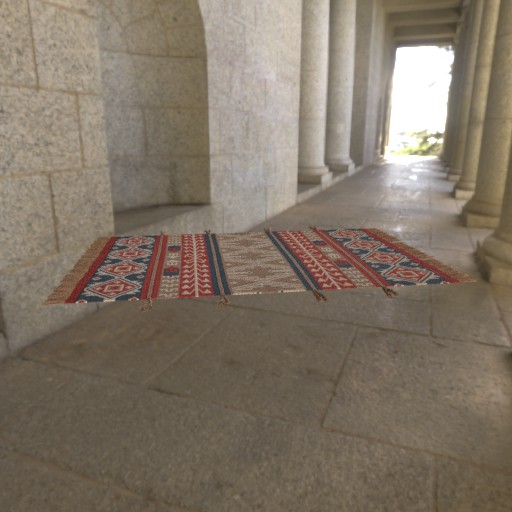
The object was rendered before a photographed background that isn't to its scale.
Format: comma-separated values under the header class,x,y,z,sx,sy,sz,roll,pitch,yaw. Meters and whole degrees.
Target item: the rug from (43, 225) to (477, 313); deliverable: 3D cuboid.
class,x,y,z,sx,sy,sz,roll,pitch,yaw
rug,0.000,0.000,3.139,2.450,0.048,1.778,-2,16,-8
